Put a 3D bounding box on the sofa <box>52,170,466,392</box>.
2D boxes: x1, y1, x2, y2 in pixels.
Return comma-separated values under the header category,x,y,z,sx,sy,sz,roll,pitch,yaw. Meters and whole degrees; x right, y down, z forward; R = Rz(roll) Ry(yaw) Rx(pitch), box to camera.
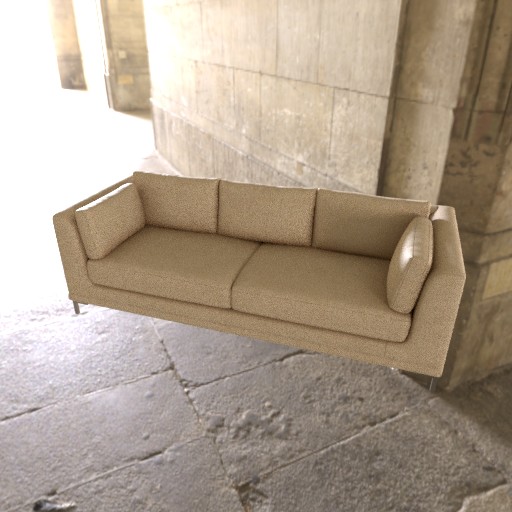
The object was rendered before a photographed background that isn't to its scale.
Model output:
category,x,y,z,sx,sy,sz,roll,pitch,yaw
sofa,0.000,0.000,2.970,2.415,0.867,0.969,9,29,16
